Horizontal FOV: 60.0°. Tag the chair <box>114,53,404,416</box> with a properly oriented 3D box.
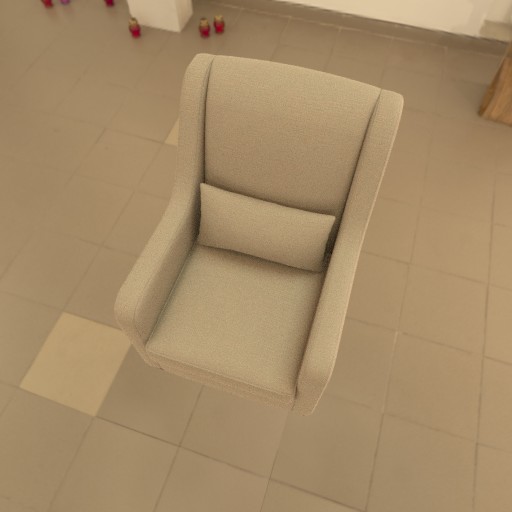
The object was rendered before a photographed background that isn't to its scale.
[{"bbox_3d":[0.000,0.000,1.645,0.715,1.017,0.896,15,61,9],"label":"chair"}]
